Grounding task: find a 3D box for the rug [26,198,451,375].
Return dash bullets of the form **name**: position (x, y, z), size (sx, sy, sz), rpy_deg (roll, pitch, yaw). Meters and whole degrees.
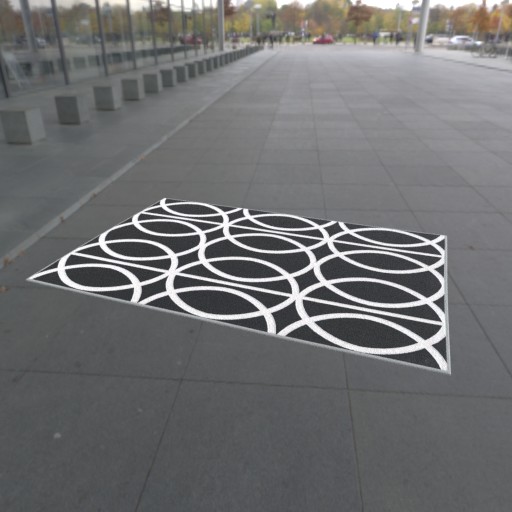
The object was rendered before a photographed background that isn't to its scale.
- **rug**: position (0.000, 0.000, 2.829), size (2.290, 0.014, 1.526), rpy_deg (9, 28, 18)
